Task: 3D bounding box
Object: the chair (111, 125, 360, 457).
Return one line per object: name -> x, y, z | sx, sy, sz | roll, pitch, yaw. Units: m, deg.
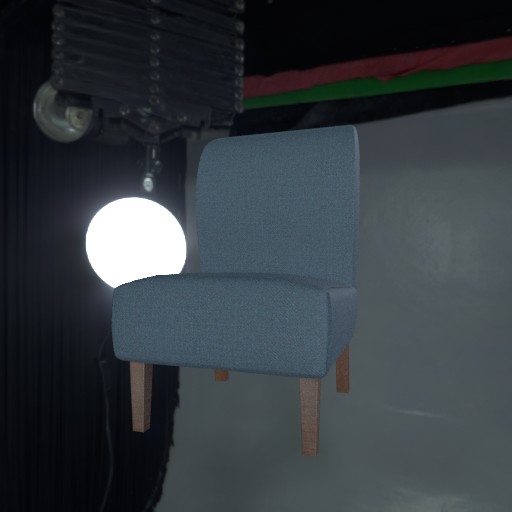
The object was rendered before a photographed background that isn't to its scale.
chair -> 0.000, 0.000, 1.179 | 0.513, 0.804, 0.592 | 0, 0, 19
